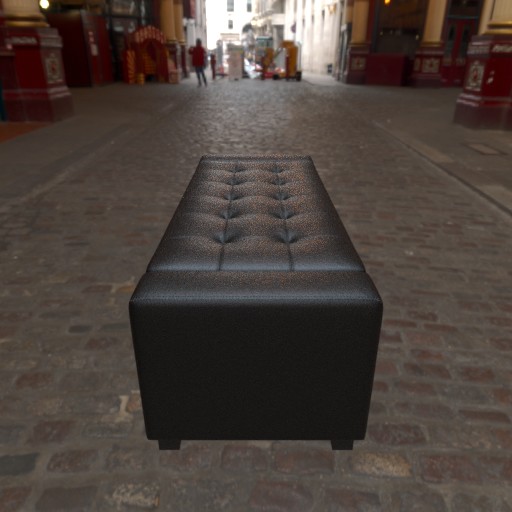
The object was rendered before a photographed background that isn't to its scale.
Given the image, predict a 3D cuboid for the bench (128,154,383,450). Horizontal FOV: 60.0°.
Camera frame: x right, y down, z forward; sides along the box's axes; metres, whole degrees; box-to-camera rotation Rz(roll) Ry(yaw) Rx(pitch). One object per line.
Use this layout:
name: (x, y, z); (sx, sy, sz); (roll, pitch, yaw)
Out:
bench: (0.000, 0.000, 1.525); (0.508, 0.445, 1.296); (0, 25, 0)
